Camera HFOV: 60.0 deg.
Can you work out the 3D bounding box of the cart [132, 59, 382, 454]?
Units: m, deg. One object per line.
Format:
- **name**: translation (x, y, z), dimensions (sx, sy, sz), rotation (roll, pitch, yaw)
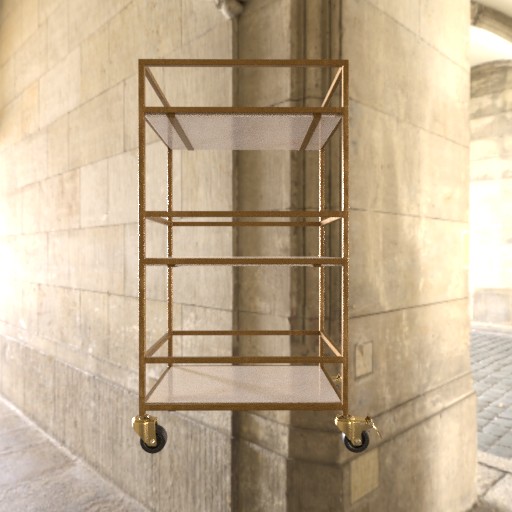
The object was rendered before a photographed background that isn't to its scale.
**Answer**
- **cart**: translation (0.000, 0.000, 1.008), dimensions (0.483, 0.761, 0.332), rotation (0, 0, 0)
